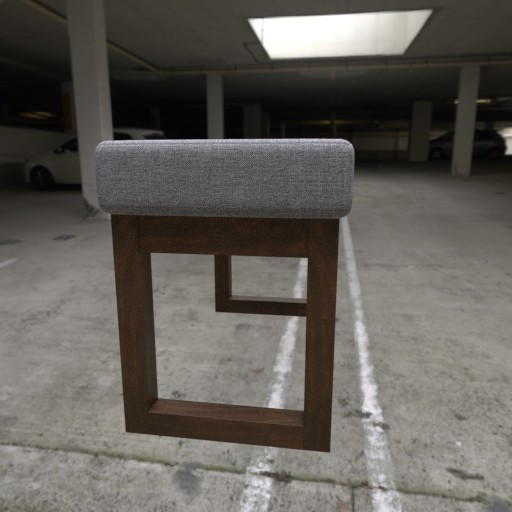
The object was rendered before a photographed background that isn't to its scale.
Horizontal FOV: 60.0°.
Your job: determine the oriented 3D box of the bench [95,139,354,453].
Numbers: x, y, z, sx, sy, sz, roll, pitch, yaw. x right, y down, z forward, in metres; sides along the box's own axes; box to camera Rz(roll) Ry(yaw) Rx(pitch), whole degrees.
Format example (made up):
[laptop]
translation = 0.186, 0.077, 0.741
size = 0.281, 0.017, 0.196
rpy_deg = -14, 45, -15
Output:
[bench]
translation = 0.000, 0.000, 0.963
size = 0.366, 0.467, 0.681
rpy_deg = 2, 12, 9
